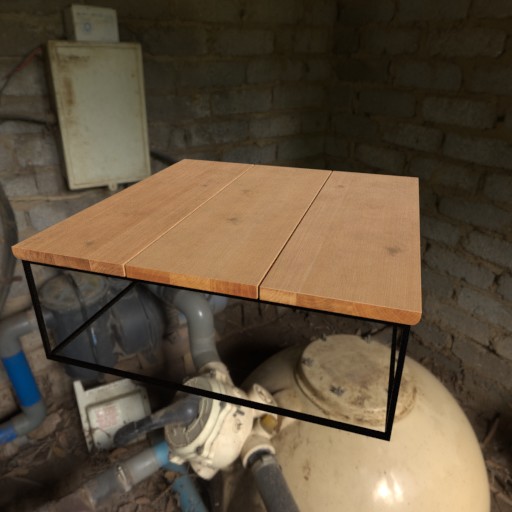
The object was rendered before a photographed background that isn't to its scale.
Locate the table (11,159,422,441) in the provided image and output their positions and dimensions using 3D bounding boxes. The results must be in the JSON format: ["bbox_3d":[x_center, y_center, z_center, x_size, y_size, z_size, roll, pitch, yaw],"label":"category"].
[{"bbox_3d":[0.000,0.000,1.659,1.100,0.400,1.100,8,27,16],"label":"table"}]
